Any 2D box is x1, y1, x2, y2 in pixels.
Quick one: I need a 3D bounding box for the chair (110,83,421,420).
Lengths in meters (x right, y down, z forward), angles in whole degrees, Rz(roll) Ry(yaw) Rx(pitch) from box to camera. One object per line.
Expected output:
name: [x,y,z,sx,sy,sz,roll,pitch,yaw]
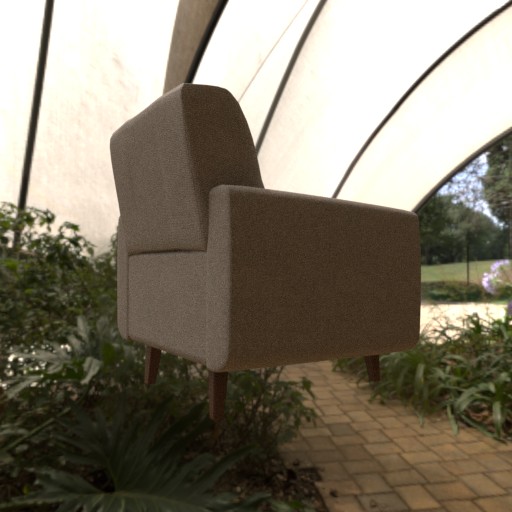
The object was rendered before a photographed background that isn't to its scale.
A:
chair: [0.000,0.000,1.695,0.942,0.968,0.845,1,-2,-37]
